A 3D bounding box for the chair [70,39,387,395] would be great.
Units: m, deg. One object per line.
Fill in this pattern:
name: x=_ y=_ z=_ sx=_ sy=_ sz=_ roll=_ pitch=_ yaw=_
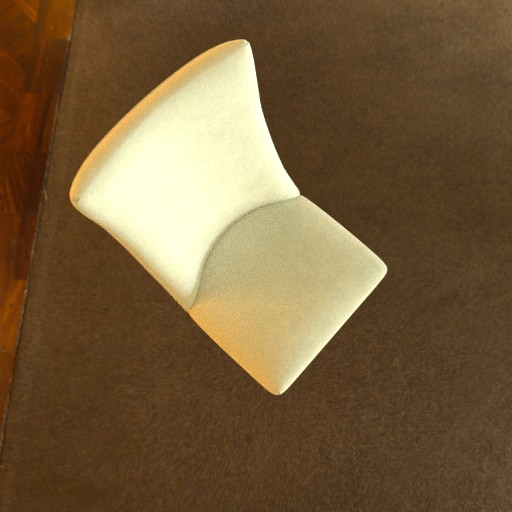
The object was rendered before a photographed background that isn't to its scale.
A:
chair: x=0.000 y=0.000 z=1.236 sx=0.610 sy=0.902 sz=0.495 roll=42 pitch=79 yaw=10
